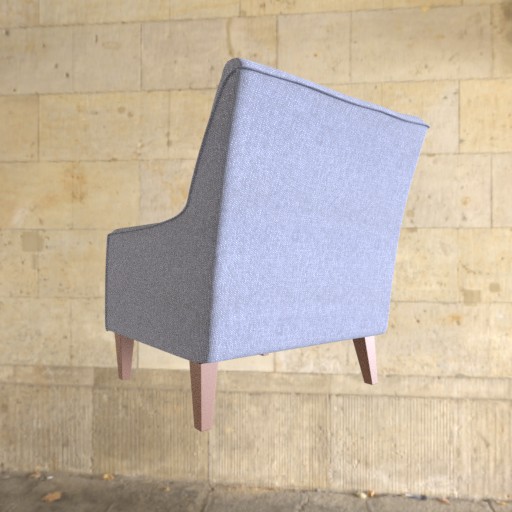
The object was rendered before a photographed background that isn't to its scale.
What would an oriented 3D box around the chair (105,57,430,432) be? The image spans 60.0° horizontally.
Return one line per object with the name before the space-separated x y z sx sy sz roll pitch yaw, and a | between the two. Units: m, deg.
chair | 0.000 0.000 1.573 0.780 0.919 0.899 0 0 -37
